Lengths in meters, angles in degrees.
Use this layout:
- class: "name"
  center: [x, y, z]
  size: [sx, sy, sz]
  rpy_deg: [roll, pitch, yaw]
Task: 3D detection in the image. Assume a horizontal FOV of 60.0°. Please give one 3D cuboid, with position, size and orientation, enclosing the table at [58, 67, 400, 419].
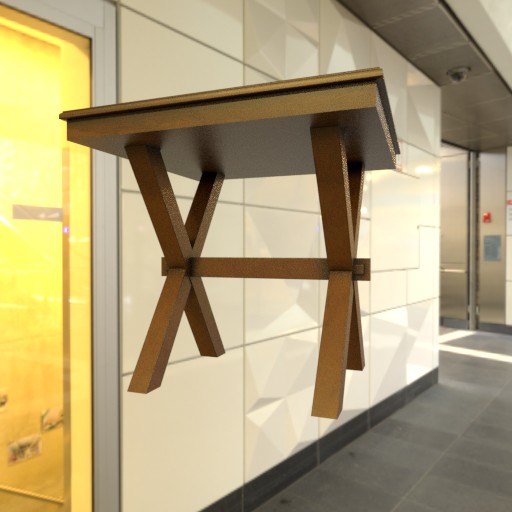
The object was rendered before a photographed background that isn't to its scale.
- class: "table"
  center: [0.000, 0.000, 1.013]
  size: [0.602, 0.562, 0.560]
  rpy_deg: [0, 1, 20]
